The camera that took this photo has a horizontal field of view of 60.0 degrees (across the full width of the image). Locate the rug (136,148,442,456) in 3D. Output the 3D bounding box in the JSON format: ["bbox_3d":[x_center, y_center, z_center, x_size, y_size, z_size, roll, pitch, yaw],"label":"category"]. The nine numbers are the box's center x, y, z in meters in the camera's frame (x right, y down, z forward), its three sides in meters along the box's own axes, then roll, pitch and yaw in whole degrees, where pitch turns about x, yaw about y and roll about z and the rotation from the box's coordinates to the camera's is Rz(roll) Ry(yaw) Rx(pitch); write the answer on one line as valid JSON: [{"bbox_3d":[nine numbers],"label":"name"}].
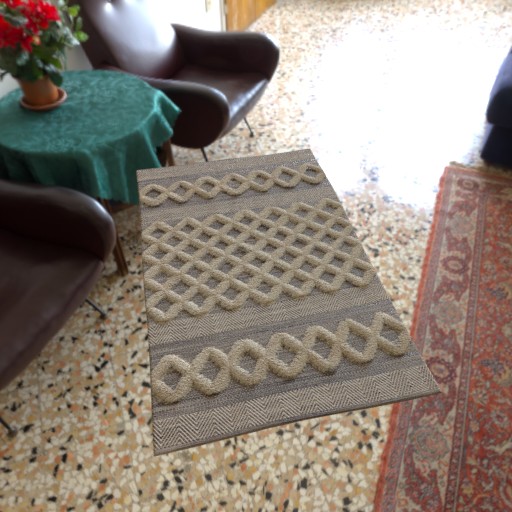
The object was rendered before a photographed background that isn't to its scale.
[{"bbox_3d":[0.000,0.000,2.995,1.513,0.033,2.333,-9,48,-8],"label":"rug"}]
